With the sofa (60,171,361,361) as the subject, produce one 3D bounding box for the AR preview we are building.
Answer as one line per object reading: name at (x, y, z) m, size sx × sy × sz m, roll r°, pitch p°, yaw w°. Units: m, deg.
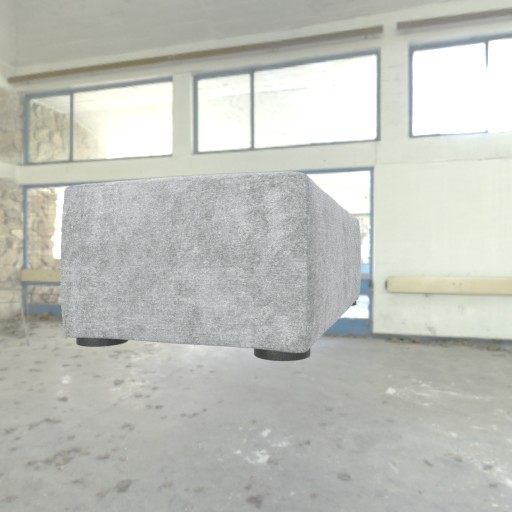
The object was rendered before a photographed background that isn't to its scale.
sofa at (0.000, 0.000, 1.180) m, size 0.480 × 0.330 × 0.930 m, roll 0°, pitch 0°, yaw 18°
